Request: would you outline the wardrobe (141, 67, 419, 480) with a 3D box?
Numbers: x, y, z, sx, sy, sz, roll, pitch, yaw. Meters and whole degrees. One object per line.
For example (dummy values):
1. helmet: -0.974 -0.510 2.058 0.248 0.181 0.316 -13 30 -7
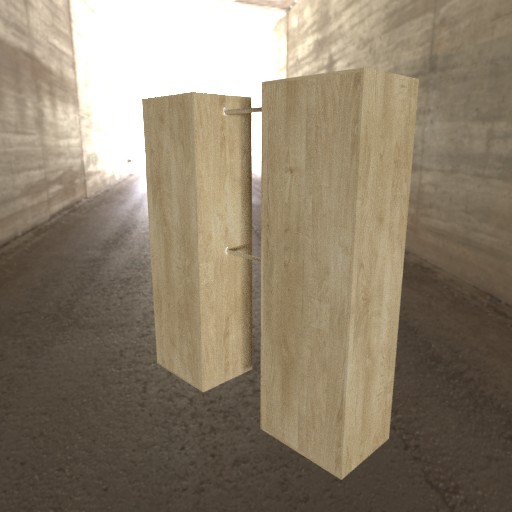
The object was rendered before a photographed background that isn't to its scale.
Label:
1. wardrobe: 0.000 0.000 2.841 0.480 2.000 1.770 -13 19 -43
